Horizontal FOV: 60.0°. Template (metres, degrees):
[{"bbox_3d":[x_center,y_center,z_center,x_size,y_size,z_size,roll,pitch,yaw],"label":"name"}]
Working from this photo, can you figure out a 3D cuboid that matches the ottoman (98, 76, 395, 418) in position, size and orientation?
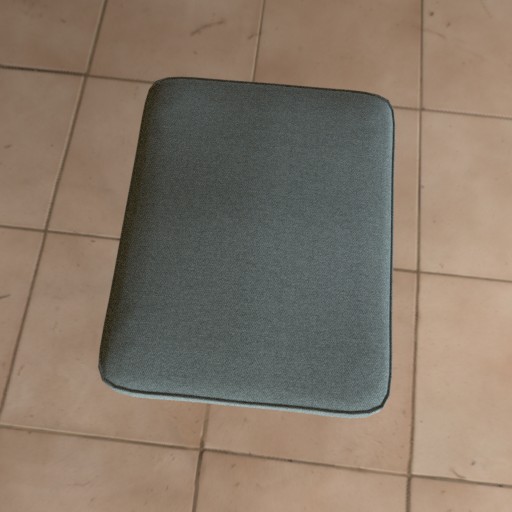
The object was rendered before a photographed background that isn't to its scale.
[{"bbox_3d":[0.000,0.000,1.128,0.589,0.537,0.738,5,75,1],"label":"ottoman"}]
